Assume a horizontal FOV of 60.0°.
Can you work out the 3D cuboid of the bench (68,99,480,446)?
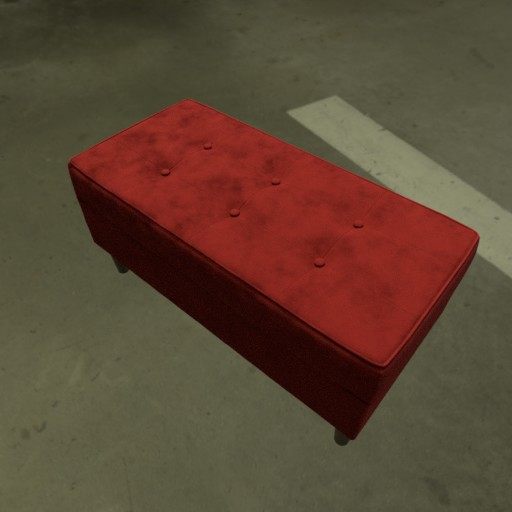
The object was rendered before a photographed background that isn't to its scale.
[{"bbox_3d":[0.000,0.000,1.296,1.016,0.471,0.492,32,55,26],"label":"bench"}]
